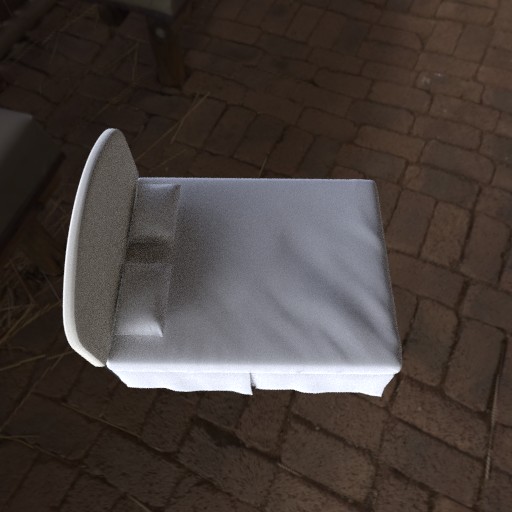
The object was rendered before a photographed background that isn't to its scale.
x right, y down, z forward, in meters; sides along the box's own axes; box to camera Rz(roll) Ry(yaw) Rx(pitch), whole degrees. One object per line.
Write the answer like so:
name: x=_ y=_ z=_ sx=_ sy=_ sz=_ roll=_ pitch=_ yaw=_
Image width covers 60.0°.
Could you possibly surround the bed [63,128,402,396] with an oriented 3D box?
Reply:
bed: x=0.000 y=0.000 z=3.067 sx=2.005 sy=1.410 sz=1.607 roll=1 pitch=62 yaw=0
